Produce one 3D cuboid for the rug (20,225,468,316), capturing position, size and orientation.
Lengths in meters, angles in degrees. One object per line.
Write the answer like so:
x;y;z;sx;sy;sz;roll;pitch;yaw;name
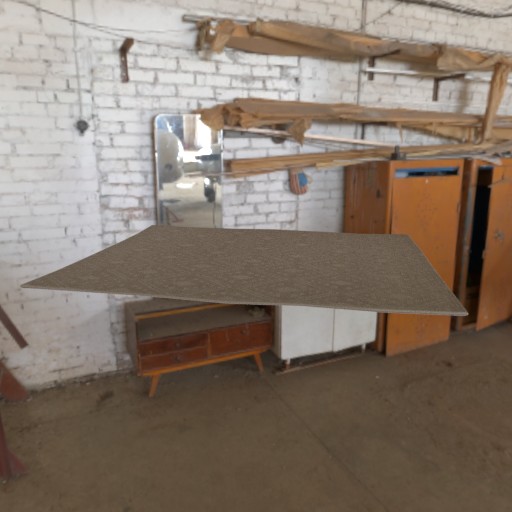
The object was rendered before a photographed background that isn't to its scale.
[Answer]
0.000;0.000;4.040;3.011;0.054;2.399;3;15;10;rug
